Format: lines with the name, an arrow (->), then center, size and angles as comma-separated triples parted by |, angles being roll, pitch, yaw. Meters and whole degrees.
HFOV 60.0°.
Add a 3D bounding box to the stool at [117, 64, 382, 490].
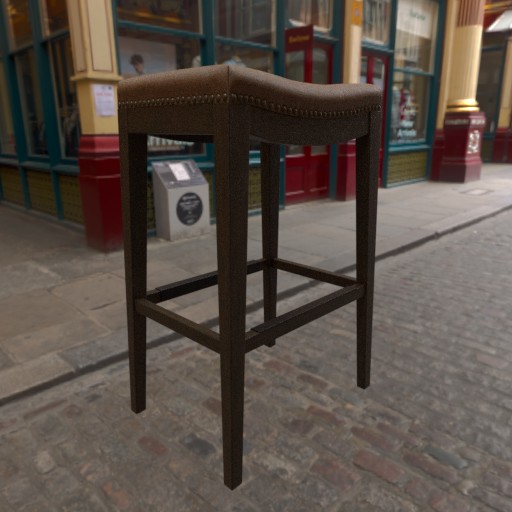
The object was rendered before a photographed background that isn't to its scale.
stool -> 0.000, 0.000, 1.026 | 0.361, 0.759, 0.500 | 15, 21, 42
